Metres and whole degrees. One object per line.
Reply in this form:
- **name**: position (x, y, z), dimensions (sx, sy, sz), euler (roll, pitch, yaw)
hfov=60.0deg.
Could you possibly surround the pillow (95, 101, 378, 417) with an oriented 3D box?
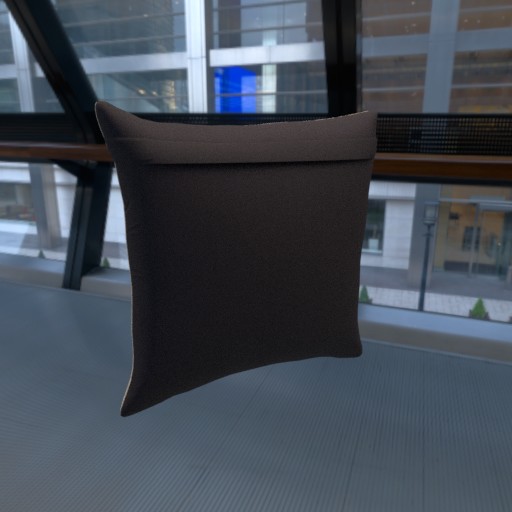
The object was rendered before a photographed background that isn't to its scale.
- **pillow**: position (0.000, 0.000, 0.632), dimensions (0.405, 0.406, 0.173), euler (-7, 16, -25)
